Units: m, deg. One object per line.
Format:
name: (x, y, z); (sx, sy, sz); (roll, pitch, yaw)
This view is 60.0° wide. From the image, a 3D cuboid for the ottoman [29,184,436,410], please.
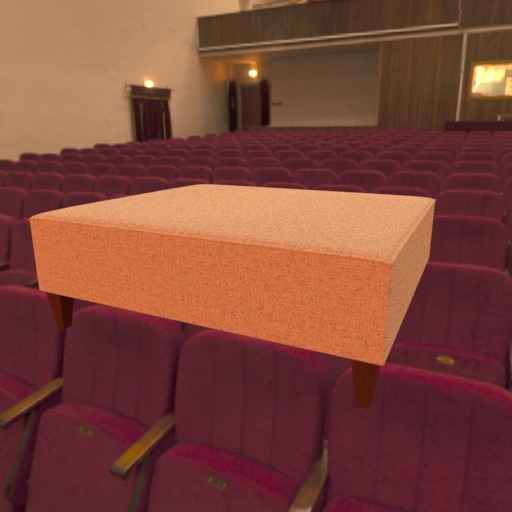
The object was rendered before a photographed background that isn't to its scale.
ottoman: (0.000, 0.000, 1.214); (0.835, 0.303, 0.736); (8, 17, 25)
